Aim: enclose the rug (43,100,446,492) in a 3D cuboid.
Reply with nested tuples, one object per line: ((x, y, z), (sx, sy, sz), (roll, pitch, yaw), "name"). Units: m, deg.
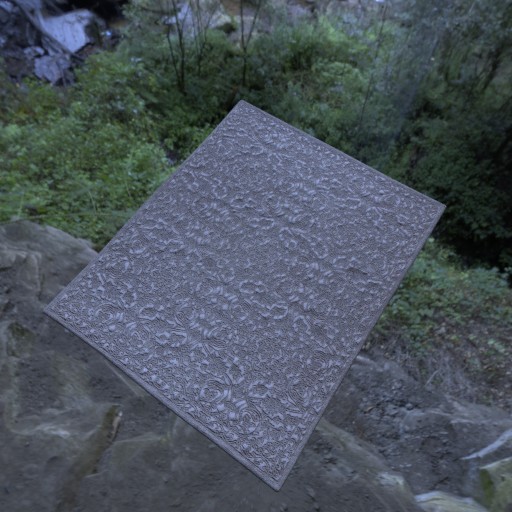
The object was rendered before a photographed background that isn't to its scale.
((0.000, 0.000, 4.105), (2.472, 0.035, 3.017), (32, 68, 14), "rug")
